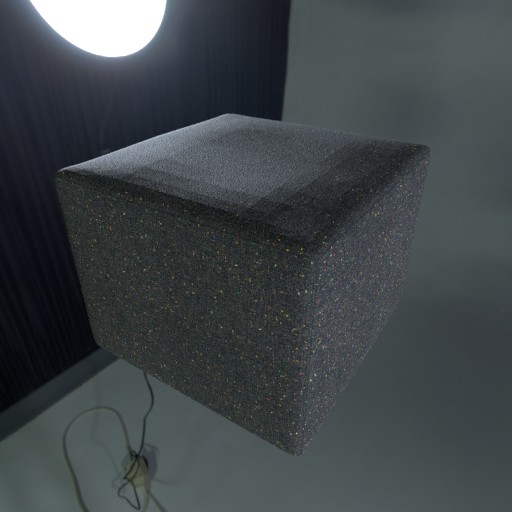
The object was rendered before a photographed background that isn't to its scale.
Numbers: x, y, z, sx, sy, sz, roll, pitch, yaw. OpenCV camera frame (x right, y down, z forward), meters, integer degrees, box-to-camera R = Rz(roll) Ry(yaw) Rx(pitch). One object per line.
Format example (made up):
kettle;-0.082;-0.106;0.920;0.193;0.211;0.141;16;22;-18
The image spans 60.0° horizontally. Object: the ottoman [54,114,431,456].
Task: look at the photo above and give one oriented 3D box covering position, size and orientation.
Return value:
ottoman;0.000;0.000;0.894;0.508;0.432;0.508;19;36;28
